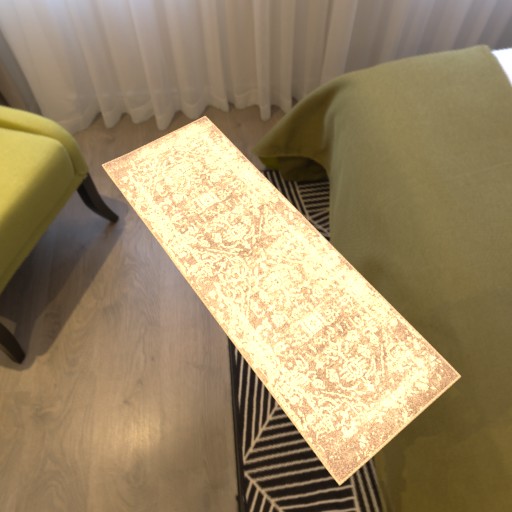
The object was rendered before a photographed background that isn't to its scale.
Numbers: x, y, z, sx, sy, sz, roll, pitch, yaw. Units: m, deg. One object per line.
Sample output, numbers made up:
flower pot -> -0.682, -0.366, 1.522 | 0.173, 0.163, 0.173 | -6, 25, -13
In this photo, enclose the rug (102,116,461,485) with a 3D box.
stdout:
rug -> 0.000, 0.000, 2.683 | 0.855, 0.017, 2.452 | -32, 64, -18
